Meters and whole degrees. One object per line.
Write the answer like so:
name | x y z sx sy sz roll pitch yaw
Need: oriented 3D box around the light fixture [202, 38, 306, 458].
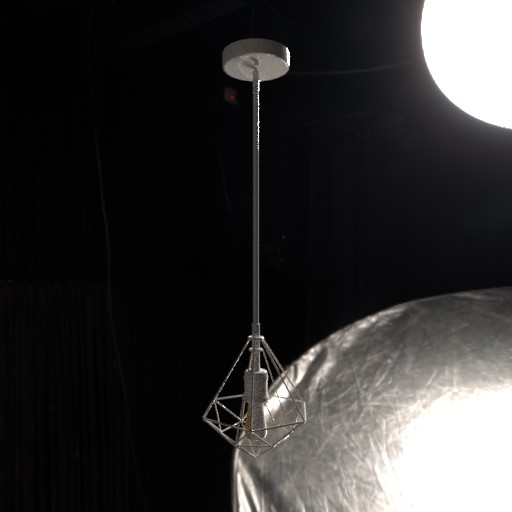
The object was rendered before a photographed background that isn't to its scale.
light fixture | 0.000 0.000 1.943 0.487 1.764 0.431 0 0 35
